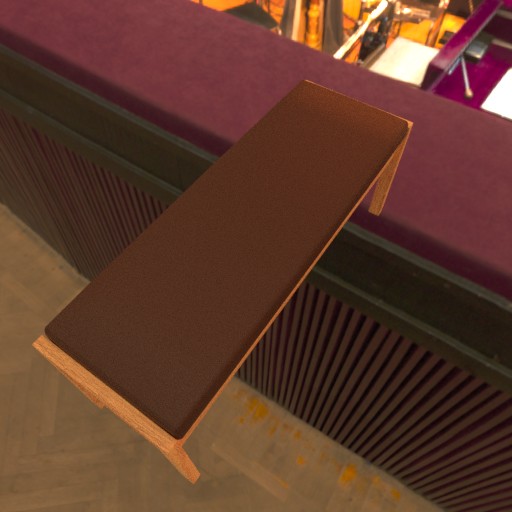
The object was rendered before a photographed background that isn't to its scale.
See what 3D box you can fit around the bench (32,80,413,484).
[{"bbox_3d":[0.000,0.000,1.382,0.405,0.480,1.200,30,61,19],"label":"bench"}]
